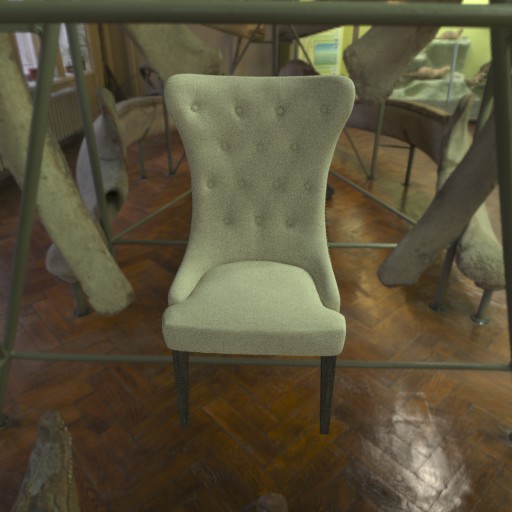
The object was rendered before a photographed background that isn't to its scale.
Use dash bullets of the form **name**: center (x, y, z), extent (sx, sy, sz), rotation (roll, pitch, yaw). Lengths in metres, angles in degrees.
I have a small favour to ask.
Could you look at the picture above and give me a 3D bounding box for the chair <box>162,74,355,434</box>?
- **chair**: center (0.000, 0.000, 1.452), extent (0.584, 1.065, 0.590), rotation (1, 29, 3)
